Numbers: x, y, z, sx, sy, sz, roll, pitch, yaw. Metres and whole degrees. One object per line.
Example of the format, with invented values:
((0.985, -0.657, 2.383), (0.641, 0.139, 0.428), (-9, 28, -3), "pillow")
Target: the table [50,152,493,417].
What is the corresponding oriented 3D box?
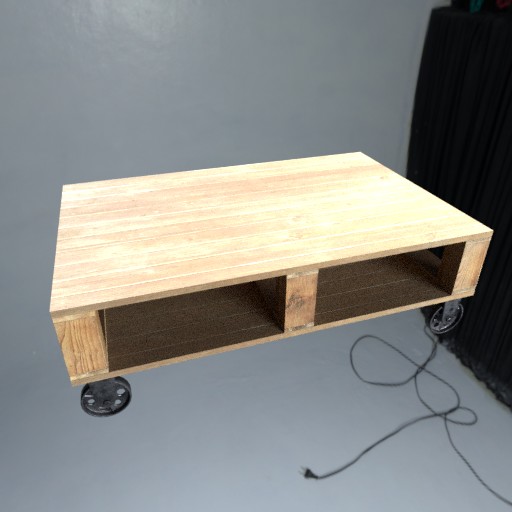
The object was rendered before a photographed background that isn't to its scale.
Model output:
((0.000, 0.000, 1.661), (1.299, 0.413, 0.827), (-10, 32, -16), "table")
